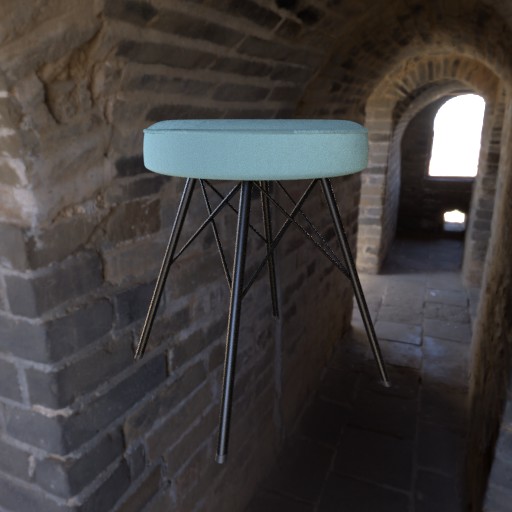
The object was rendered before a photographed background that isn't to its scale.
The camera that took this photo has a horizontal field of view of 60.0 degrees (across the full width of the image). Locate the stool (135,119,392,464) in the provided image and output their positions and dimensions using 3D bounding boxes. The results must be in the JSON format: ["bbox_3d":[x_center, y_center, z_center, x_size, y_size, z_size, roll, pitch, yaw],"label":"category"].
[{"bbox_3d":[0.000,0.000,0.886,0.458,0.519,0.457,-7,18,-24],"label":"stool"}]
